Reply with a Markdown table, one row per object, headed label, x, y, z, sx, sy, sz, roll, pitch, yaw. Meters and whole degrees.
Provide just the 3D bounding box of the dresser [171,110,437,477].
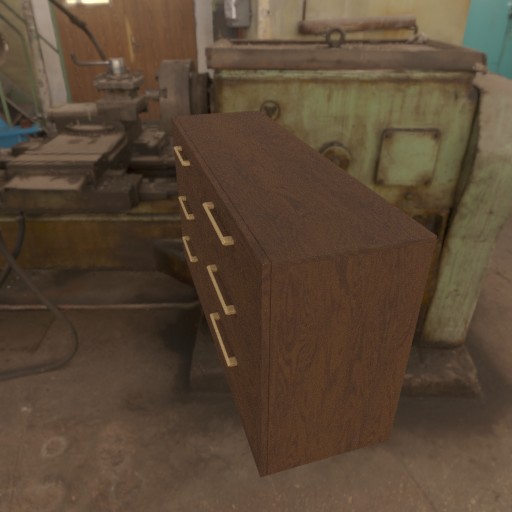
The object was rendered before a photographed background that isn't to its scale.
| label | x | y | z | sx | sy | sz | roll | pitch | yaw |
| --- | --- | --- | --- | --- | --- | --- | --- | --- | --- |
| dresser | 0.000 | 0.000 | 1.937 | 0.512 | 0.889 | 1.523 | -9 | 32 | -15 |
